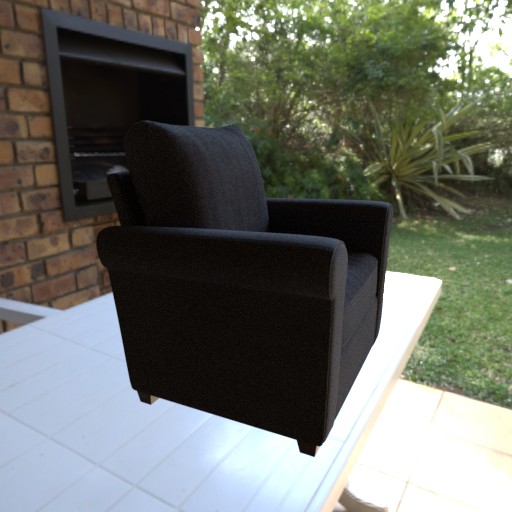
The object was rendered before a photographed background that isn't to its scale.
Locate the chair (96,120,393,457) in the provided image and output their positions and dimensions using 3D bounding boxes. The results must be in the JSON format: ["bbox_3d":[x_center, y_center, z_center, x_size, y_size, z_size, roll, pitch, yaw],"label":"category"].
[{"bbox_3d":[0.000,0.000,1.624,0.828,0.942,0.867,7,17,25],"label":"chair"}]
